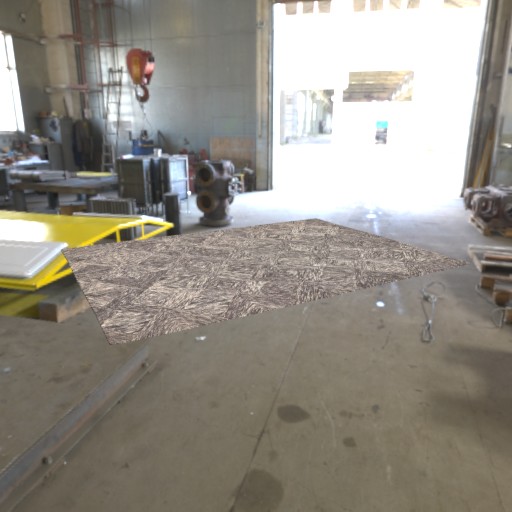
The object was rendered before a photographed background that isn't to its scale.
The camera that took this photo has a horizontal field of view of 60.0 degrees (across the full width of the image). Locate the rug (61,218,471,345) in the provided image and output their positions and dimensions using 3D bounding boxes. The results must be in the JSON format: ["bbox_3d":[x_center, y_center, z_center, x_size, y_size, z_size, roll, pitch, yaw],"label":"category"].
[{"bbox_3d":[0.000,0.000,5.414,4.093,0.020,2.997,-9,19,-28],"label":"rug"}]
